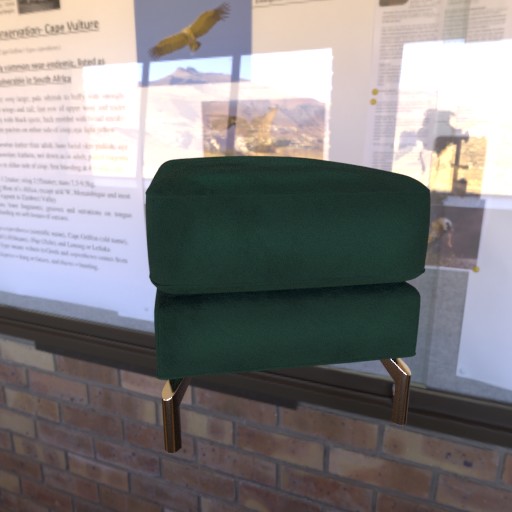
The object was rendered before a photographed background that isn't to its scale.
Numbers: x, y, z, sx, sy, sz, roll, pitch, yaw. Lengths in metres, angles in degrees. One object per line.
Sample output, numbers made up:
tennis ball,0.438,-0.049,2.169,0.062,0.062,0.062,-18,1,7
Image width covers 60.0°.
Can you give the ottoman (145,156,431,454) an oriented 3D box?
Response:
ottoman,0.000,0.000,1.235,0.536,0.533,0.886,-3,15,-10
